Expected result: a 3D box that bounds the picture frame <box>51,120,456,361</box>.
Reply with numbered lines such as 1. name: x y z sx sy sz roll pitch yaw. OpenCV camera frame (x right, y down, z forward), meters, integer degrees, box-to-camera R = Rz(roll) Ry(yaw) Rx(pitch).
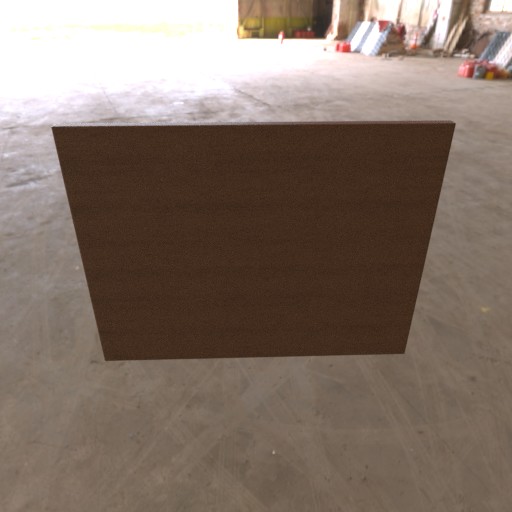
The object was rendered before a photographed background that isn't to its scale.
1. picture frame: 0.000 0.000 1.727 1.329 1.018 0.045 -1 30 -2
